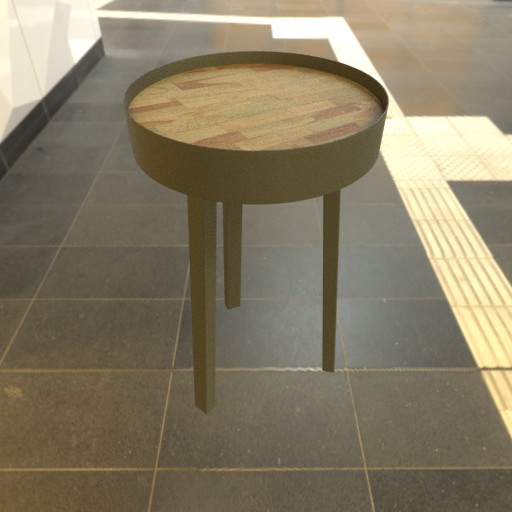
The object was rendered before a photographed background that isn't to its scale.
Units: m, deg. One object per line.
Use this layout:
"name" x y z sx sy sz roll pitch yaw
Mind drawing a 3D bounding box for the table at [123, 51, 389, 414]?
"table" 0.000 0.000 0.917 0.406 0.686 0.406 -13 42 -15
